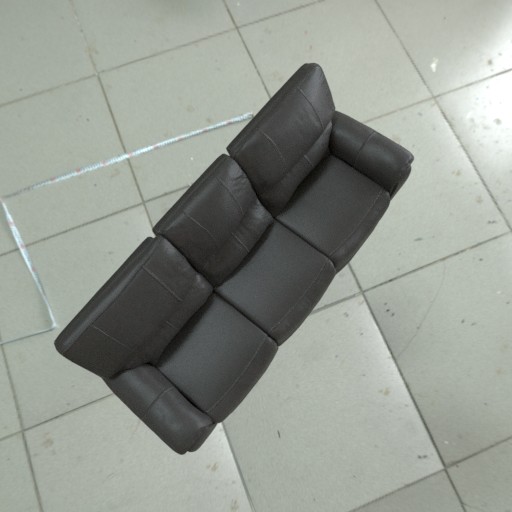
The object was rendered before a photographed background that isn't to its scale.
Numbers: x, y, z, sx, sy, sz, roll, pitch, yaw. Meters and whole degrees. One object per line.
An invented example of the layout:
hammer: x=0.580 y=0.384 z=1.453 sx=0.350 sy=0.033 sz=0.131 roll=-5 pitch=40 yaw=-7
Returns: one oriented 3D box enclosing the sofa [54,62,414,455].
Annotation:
sofa: x=0.000 y=0.000 z=3.179 sx=1.104 sy=1.134 sz=2.627 roll=38 pitch=78 yaw=10
